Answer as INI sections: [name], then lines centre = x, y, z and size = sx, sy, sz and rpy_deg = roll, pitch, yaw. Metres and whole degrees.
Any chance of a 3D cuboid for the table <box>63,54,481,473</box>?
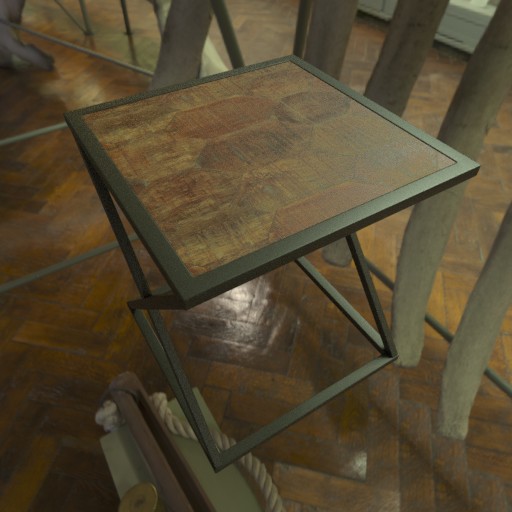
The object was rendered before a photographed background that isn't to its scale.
[table]
centre = 0.000, 0.000, 0.934
size = 0.500, 0.565, 0.500
rpy_deg = -24, 50, -22
